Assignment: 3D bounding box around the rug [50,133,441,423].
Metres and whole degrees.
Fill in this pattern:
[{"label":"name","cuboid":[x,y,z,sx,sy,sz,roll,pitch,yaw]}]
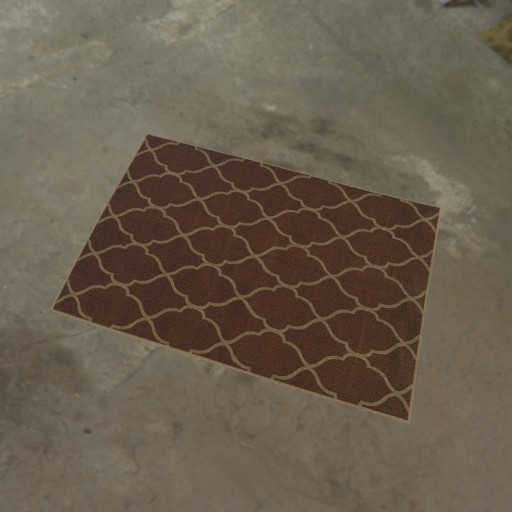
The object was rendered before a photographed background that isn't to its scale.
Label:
[{"label":"rug","cuboid":[0.000,0.000,2.987,2.294,0.014,1.528,16,65,8]}]
